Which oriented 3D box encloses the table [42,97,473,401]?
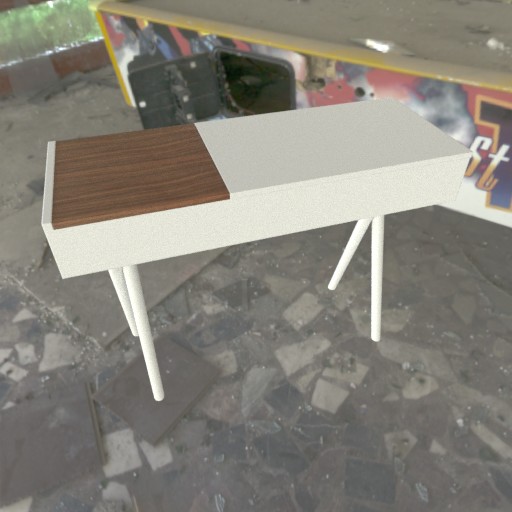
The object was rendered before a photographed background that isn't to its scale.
[{"bbox_3d":[0.000,0.000,1.447,1.066,0.785,0.418,-12,42,-13],"label":"table"}]
